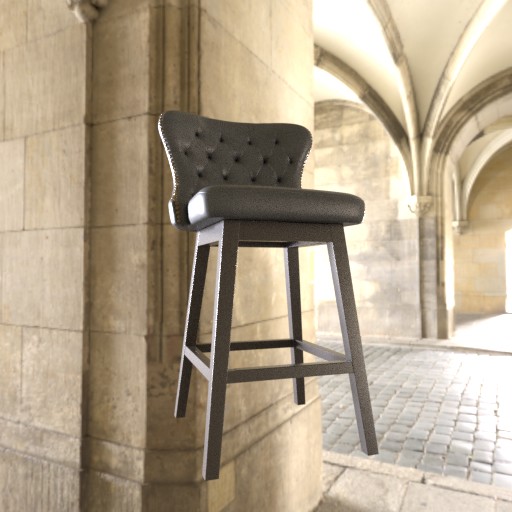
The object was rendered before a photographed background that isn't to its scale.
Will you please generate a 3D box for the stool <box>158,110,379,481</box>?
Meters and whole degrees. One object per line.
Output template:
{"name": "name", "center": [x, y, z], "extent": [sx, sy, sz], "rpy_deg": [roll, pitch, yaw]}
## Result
{"name": "stool", "center": [0.000, 0.000, 1.297], "extent": [0.528, 0.971, 0.593], "rpy_deg": [1, -2, -19]}
